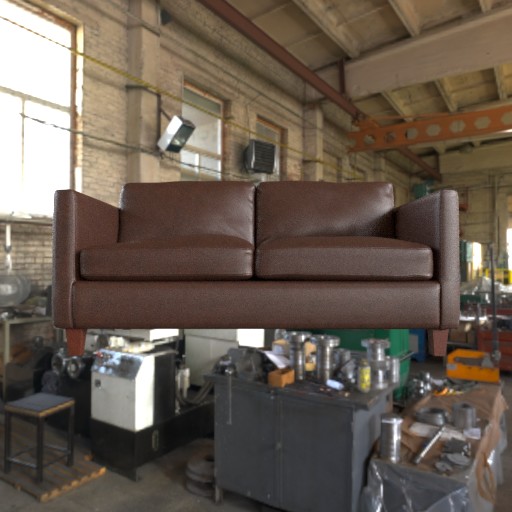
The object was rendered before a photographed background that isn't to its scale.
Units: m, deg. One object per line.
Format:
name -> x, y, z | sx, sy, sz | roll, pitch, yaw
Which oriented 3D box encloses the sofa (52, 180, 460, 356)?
sofa -> 0.000, 0.000, 2.463 | 1.883, 0.933, 0.951 | 0, -1, 0
